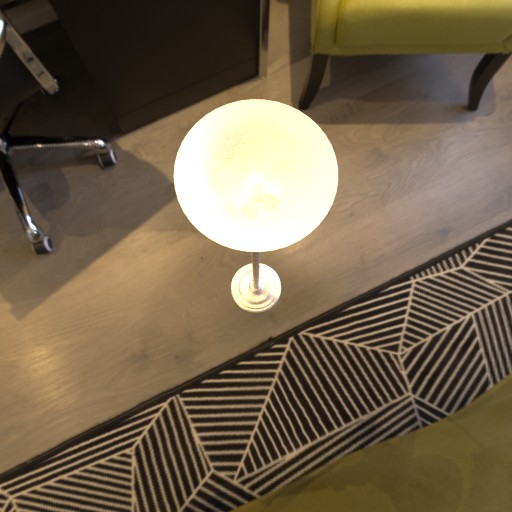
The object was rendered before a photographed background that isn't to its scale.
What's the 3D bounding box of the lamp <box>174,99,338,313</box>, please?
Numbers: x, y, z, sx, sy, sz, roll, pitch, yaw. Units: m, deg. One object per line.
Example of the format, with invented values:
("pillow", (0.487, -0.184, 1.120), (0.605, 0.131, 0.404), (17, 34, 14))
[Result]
("lamp", (0.000, 0.000, 1.955), (0.405, 1.771, 0.405), (32, 79, 7))
